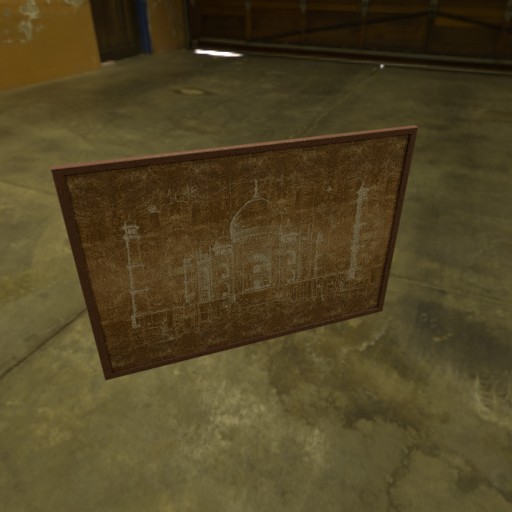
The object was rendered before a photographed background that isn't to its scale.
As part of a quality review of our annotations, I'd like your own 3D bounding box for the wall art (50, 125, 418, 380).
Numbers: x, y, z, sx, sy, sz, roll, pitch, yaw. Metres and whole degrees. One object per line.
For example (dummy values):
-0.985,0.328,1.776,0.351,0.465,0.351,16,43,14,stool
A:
0.000,0.000,0.885,0.660,0.455,0.014,-11,34,-17,wall art
